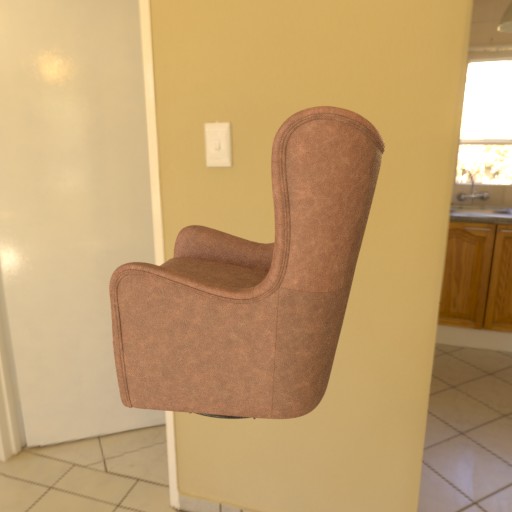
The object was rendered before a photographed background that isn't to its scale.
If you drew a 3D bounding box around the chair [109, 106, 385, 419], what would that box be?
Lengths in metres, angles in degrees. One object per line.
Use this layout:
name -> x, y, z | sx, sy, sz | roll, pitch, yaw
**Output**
chair -> 0.000, 0.000, 1.778 | 0.930, 1.079, 0.831 | 2, 14, 8
